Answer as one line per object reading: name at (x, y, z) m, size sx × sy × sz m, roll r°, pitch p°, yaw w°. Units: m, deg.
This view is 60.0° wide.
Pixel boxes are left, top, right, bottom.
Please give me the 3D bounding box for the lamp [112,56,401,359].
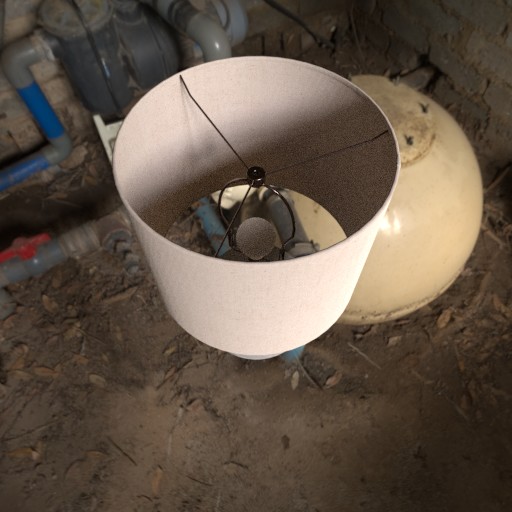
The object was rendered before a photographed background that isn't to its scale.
lamp at (0.000, 0.000, 0.592) m, size 0.269 × 0.409 × 0.269 m, roll 18°, pitch 60°, yaw 11°
